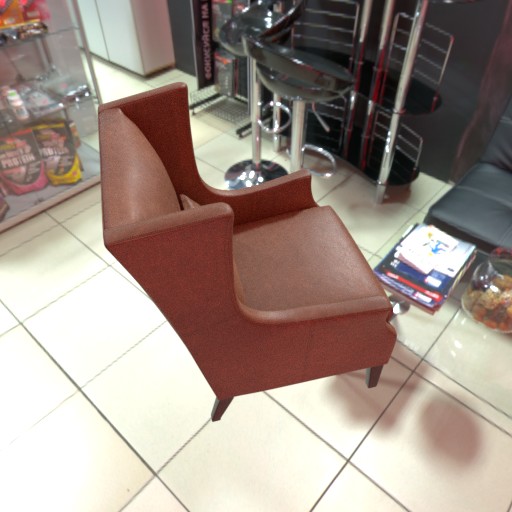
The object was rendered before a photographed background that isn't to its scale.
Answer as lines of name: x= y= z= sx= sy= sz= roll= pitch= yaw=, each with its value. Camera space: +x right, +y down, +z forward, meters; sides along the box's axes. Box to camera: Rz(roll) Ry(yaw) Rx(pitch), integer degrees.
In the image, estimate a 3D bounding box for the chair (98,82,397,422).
chair: x=0.000 y=0.000 z=1.686 sx=0.913 sy=1.088 sz=0.815 roll=-11 pitch=47 yaw=-11
